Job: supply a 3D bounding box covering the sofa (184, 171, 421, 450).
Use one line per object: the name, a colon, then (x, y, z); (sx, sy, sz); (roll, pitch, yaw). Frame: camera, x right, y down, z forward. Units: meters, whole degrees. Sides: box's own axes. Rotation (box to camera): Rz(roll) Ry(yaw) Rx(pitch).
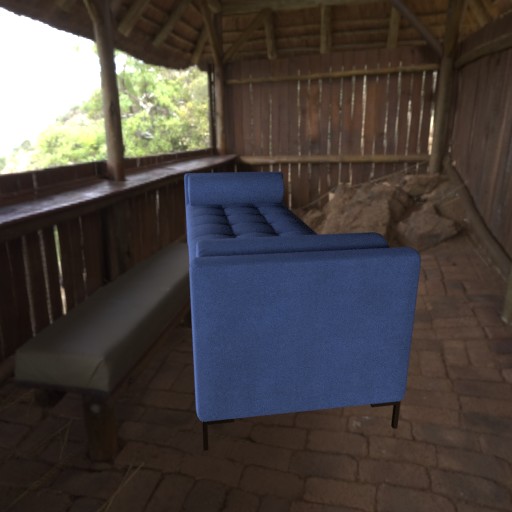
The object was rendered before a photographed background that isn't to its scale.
sofa: (0.000, 0.000, 2.274); (0.686, 0.635, 1.981); (-3, 18, -9)
